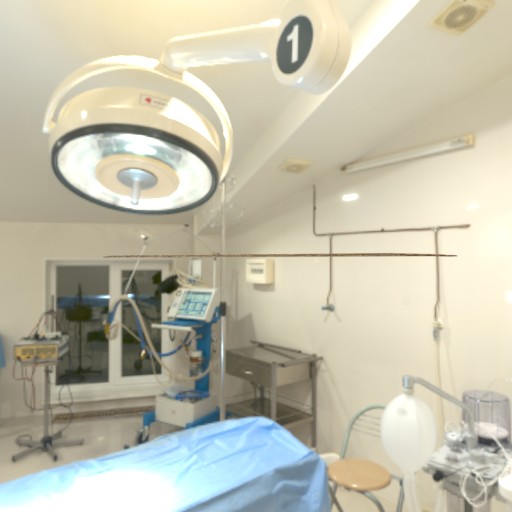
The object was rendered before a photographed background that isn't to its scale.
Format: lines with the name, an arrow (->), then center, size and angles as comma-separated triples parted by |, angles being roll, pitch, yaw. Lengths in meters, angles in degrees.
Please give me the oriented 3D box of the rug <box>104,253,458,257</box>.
rug -> 0.000, 0.000, 2.869 | 1.324, 0.018, 2.378 | 0, 0, -37
